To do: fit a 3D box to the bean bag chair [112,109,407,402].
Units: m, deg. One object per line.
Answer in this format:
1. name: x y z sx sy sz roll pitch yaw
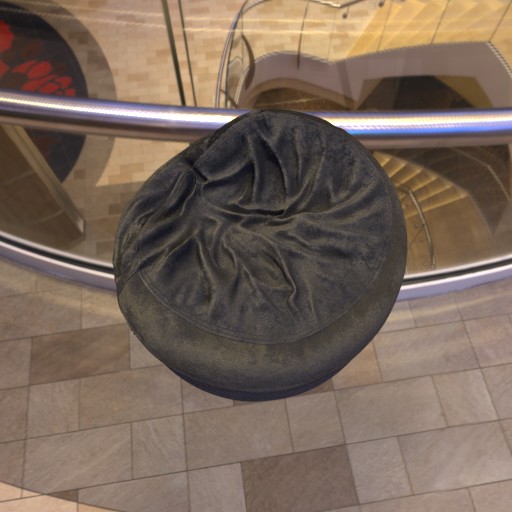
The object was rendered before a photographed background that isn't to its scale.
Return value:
1. bean bag chair: 0.000 0.000 1.487 0.918 0.605 0.918 0 64 0
